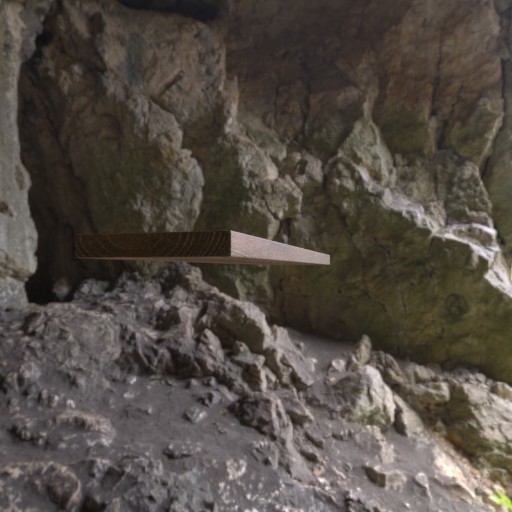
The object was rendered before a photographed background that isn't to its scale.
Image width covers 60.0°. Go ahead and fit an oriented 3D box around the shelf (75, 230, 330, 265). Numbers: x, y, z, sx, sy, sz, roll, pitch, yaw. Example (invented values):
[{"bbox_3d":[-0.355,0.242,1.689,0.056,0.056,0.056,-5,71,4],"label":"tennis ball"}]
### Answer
[{"bbox_3d":[0.000,0.000,0.648,0.140,0.020,0.610,-1,-2,16],"label":"shelf"}]
